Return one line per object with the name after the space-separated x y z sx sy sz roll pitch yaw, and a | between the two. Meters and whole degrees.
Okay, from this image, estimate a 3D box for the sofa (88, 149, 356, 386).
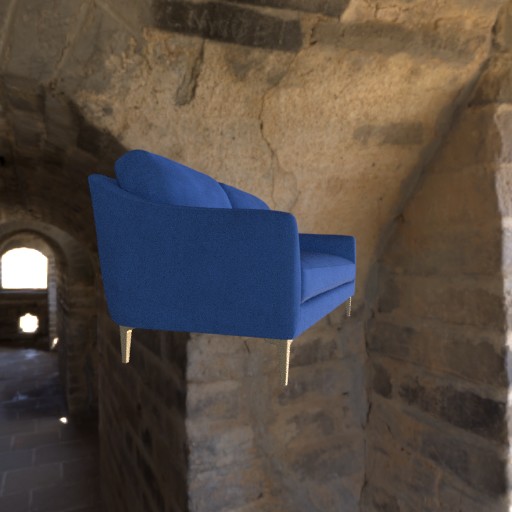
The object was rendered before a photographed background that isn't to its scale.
0.000 0.000 2.573 0.960 0.903 2.036 0 0 18 | sofa
